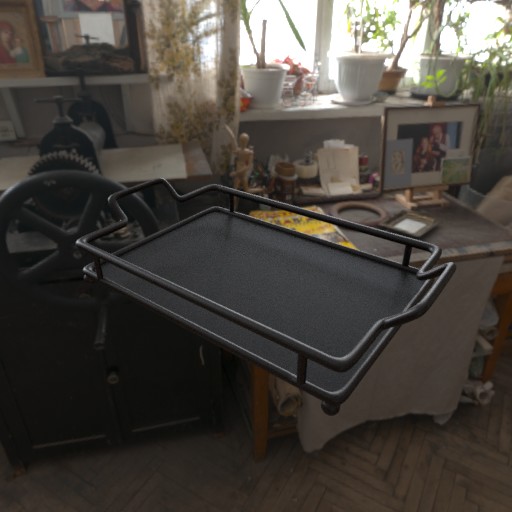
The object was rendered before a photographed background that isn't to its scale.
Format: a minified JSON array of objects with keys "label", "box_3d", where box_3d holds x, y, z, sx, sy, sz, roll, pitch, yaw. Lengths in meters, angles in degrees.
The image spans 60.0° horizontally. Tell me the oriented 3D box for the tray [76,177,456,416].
[{"label":"tray","box_3d":[0.000,0.000,0.619,0.495,0.101,0.297,20,35,32]}]
